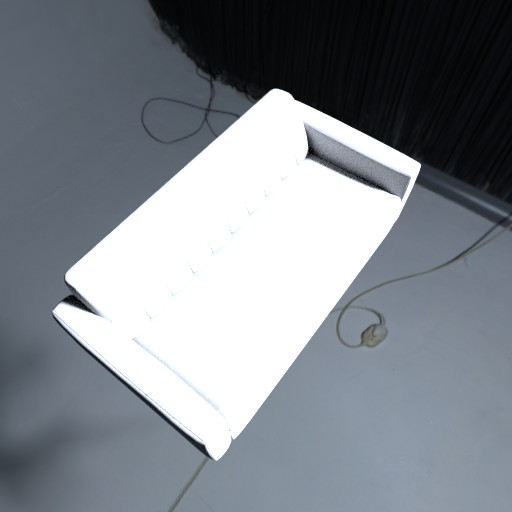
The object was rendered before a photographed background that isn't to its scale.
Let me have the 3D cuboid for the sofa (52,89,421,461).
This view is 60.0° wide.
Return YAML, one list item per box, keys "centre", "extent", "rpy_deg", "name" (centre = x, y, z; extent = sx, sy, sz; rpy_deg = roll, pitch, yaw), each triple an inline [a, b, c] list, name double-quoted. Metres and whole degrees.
- centre: [0.000, 0.000, 2.462]
  extent: [0.969, 0.814, 1.895]
  rpy_deg: [33, 64, 18]
  name: "sofa"
